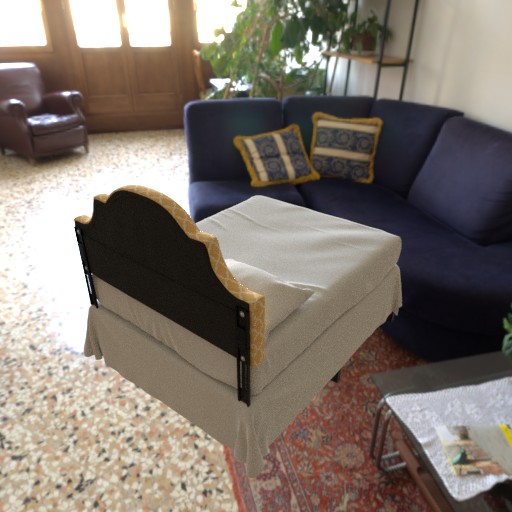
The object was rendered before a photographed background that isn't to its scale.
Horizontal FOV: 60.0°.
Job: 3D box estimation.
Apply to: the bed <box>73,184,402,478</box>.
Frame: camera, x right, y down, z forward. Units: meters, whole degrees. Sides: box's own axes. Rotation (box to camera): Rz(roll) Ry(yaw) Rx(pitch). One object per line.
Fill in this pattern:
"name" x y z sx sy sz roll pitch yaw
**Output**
"bed" 0.000 0.000 3.398 1.780 1.633 2.222 22 36 34
